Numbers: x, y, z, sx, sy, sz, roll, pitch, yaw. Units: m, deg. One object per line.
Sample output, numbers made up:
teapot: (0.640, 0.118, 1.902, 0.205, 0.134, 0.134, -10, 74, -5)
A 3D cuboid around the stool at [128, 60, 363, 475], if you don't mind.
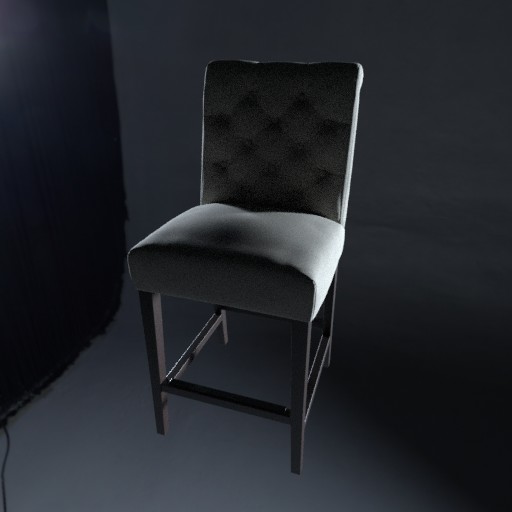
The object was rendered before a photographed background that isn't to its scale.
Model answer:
stool: (0.000, 0.000, 1.318, 0.493, 1.040, 0.601, 9, 28, 17)
